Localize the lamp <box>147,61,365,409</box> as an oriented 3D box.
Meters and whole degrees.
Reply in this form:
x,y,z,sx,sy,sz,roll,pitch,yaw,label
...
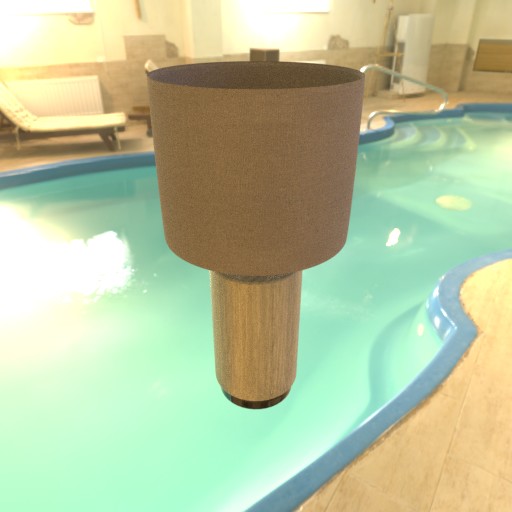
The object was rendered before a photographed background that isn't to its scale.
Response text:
x,y,z,sx,sy,sz,roll,pitch,yaw,label
0.000,0.000,0.576,0.228,0.444,0.228,21,36,33,lamp
